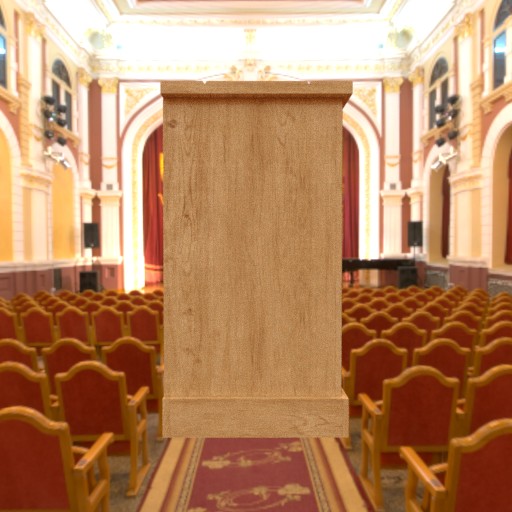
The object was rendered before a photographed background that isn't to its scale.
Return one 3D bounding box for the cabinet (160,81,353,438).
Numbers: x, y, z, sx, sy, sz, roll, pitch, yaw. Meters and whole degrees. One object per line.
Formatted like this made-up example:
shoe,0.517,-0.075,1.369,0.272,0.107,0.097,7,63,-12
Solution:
cabinet,0.000,0.000,1.661,0.432,0.810,1.321,0,1,0
